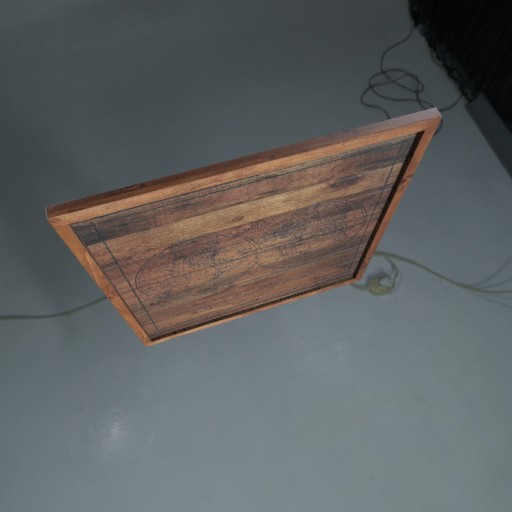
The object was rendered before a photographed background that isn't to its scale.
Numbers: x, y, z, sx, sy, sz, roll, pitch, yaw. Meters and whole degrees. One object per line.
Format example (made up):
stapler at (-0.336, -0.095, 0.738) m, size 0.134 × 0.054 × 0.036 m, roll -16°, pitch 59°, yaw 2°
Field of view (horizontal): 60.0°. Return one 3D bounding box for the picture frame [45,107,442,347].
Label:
picture frame at (0.000, 0.000, 1.230) m, size 0.810 × 0.817 × 0.029 m, roll -16°, pitch 63°, yaw -8°
